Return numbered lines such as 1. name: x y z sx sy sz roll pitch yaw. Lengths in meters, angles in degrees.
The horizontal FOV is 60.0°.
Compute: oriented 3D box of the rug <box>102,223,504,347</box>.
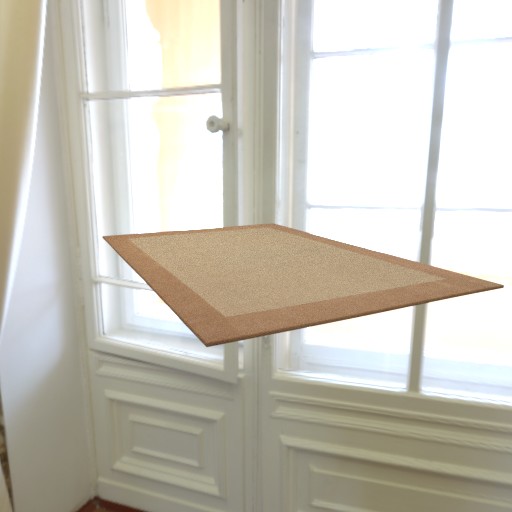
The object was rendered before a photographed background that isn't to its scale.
1. rug: 0.000 0.000 2.234 1.219 0.014 1.829 -6 14 -26
